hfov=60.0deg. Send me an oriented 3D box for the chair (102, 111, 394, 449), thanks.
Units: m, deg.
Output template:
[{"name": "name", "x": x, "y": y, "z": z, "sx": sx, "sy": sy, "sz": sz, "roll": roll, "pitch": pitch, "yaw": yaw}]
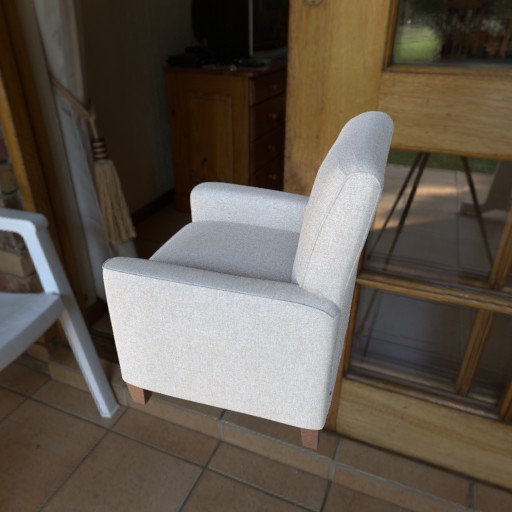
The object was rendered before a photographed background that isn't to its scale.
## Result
[{"name": "chair", "x": 0.000, "y": 0.000, "z": 1.682, "sx": 0.859, "sy": 1.023, "sz": 0.845, "roll": 9, "pitch": 31, "yaw": 15}]
